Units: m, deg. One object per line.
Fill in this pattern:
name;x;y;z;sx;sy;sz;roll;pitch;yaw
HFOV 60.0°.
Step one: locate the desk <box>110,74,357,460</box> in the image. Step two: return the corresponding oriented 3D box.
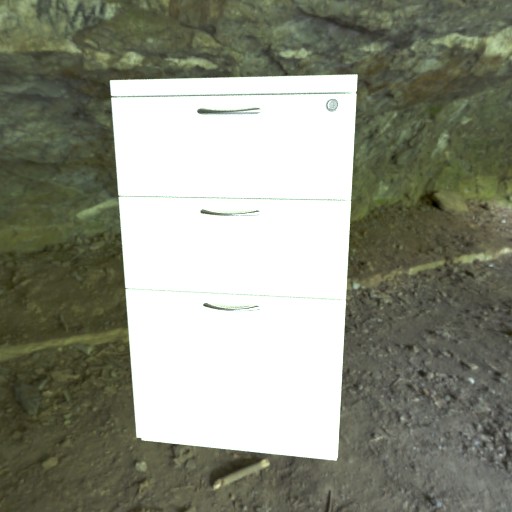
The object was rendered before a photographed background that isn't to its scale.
desk;0.000;0.000;1.073;0.404;0.730;0.600;2;14;9
